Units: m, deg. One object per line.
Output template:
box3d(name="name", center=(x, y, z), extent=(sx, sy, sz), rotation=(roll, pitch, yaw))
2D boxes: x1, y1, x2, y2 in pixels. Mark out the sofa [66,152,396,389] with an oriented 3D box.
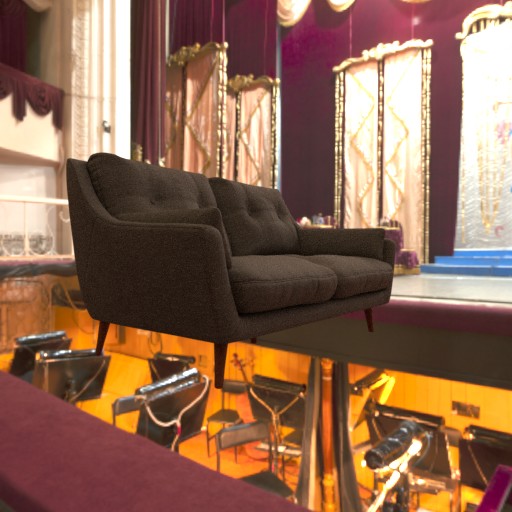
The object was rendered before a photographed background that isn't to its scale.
box3d(name="sofa", center=(0.000, 0.000, 2.234), extent=(0.976, 0.887, 1.646), rotation=(0, 0, 37))
